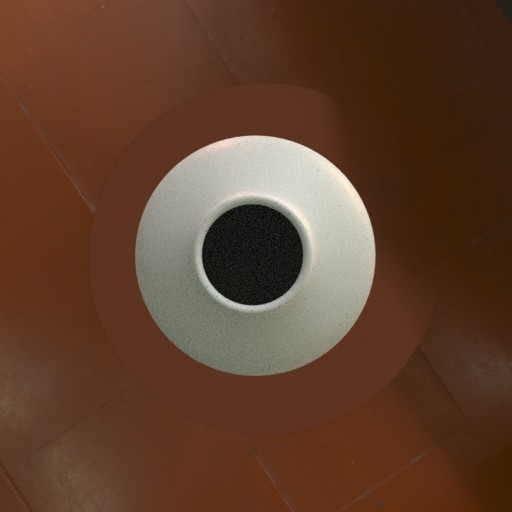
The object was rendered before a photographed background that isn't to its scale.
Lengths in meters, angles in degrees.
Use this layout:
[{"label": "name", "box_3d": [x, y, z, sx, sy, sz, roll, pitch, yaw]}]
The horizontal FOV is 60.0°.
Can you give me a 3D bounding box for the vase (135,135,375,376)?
[{"label": "vase", "box_3d": [0.000, 0.000, 0.354, 0.169, 0.240, 0.169, 0, 90, 1]}]
